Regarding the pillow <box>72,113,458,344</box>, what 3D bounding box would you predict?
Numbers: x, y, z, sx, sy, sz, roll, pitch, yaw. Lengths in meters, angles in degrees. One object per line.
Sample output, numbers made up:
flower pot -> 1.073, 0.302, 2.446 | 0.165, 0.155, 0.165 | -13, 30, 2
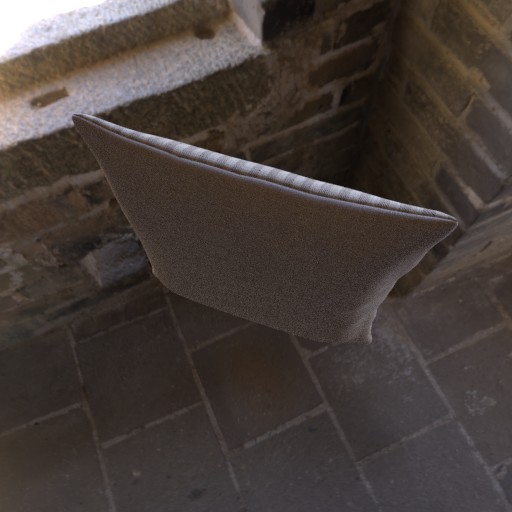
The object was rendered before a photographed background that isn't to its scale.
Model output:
pillow -> 0.000, 0.000, 0.783 | 0.523, 0.510, 0.166 | 17, 64, 9
